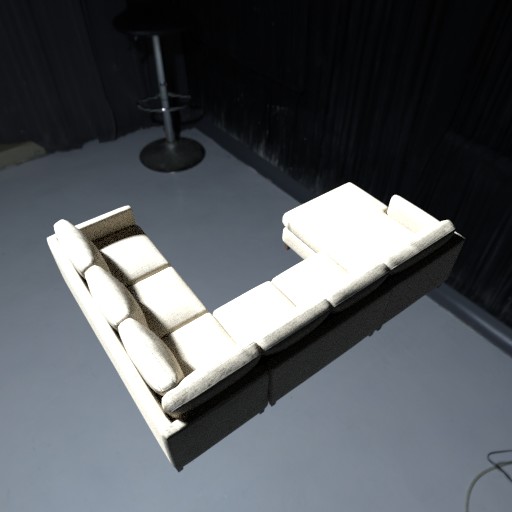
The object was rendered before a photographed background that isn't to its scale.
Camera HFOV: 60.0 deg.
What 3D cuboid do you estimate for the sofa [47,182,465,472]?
[{"bbox_3d":[0.000,0.000,4.669,3.460,0.959,2.593,-28,52,-25],"label":"sofa"}]
